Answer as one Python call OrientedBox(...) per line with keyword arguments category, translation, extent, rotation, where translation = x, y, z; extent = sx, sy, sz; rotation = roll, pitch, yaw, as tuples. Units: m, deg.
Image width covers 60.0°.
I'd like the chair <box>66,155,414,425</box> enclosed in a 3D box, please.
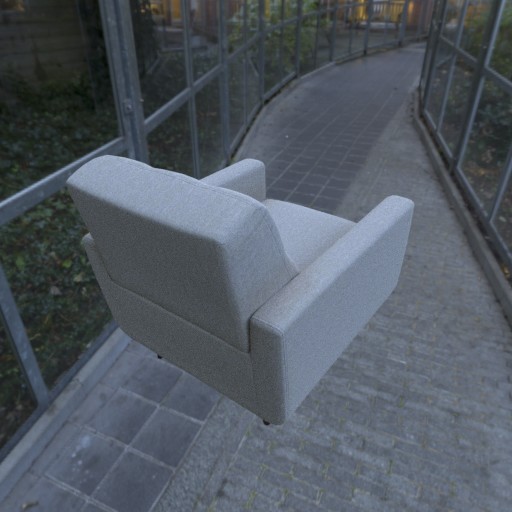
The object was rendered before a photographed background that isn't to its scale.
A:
OrientedBox(category="chair", translation=(0.000, 0.000, 1.810), extent=(0.897, 0.965, 1.128), rotation=(21, 38, 30))
